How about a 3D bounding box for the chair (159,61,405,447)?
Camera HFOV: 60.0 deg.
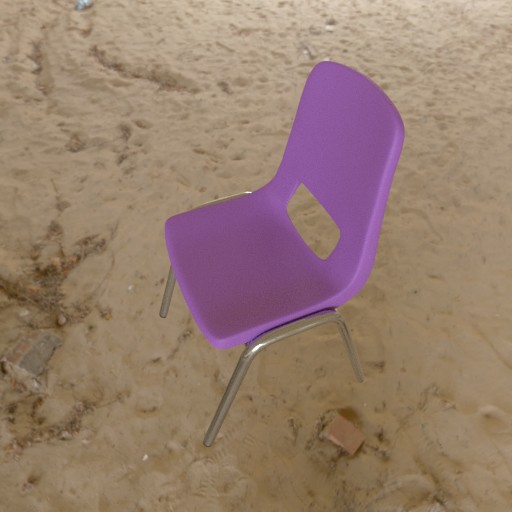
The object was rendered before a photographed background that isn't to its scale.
[{"bbox_3d":[0.000,0.000,0.663,0.301,0.493,0.291,-17,49,-16],"label":"chair"}]
